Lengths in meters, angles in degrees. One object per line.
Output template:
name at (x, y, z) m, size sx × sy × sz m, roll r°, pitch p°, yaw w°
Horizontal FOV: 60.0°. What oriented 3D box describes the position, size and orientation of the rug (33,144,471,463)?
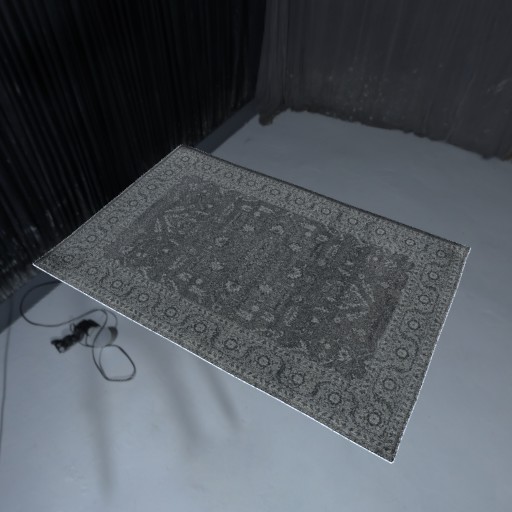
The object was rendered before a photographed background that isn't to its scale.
rug at (0.000, 0.000, 2.207) m, size 1.828 × 0.019 × 1.209 m, roll 23°, pitch 52°, yaw 20°
